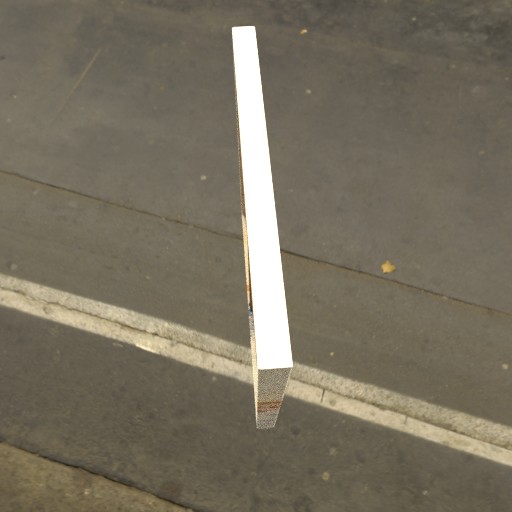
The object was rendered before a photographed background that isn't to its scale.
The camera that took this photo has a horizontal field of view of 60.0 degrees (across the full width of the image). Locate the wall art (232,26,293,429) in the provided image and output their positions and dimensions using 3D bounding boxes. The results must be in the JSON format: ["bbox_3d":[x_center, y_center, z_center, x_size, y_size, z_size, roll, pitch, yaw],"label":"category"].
[{"bbox_3d":[0.000,0.000,1.606,0.071,1.061,1.061,-4,63,-2],"label":"wall art"}]
